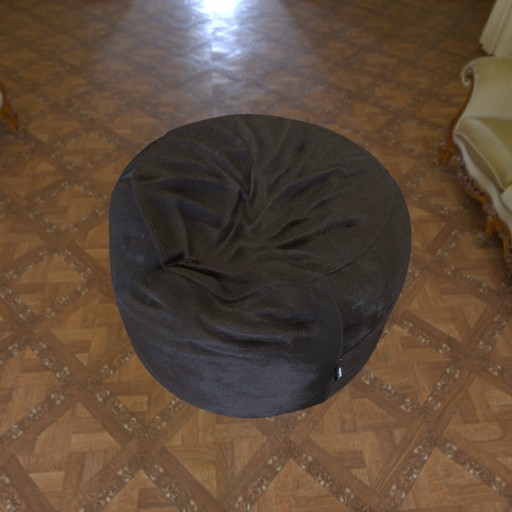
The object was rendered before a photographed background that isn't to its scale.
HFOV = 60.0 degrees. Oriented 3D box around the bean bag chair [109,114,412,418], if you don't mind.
[{"bbox_3d":[0.000,0.000,1.438,0.918,0.605,0.918,0,47,0],"label":"bean bag chair"}]
